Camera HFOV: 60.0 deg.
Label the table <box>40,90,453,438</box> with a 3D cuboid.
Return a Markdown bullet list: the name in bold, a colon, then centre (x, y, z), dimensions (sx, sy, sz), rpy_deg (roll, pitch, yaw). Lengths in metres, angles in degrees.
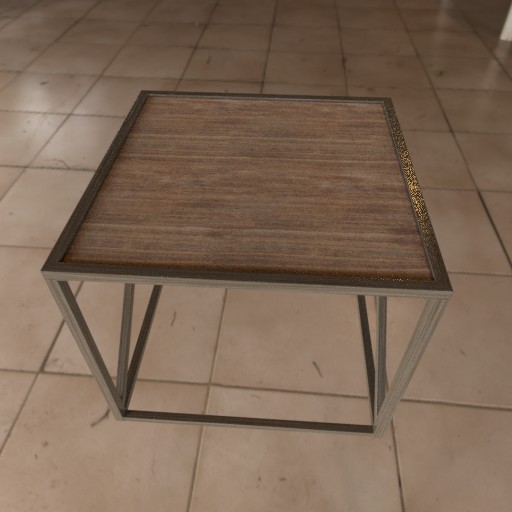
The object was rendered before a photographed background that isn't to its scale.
- **table**: centre (0.000, 0.000, 1.044), dimensions (0.609, 0.507, 0.611), rpy_deg (3, 45, 3)
